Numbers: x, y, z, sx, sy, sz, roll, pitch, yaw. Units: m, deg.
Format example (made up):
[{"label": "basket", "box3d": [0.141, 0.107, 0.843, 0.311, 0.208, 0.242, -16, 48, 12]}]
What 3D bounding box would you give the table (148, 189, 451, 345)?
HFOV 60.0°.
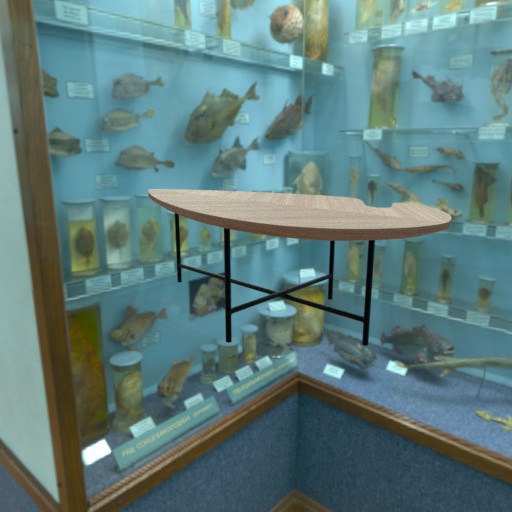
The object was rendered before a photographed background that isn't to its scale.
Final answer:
[{"label": "table", "box3d": [0.000, 0.000, 1.457, 1.199, 0.360, 0.598, 13, 19, 42]}]
